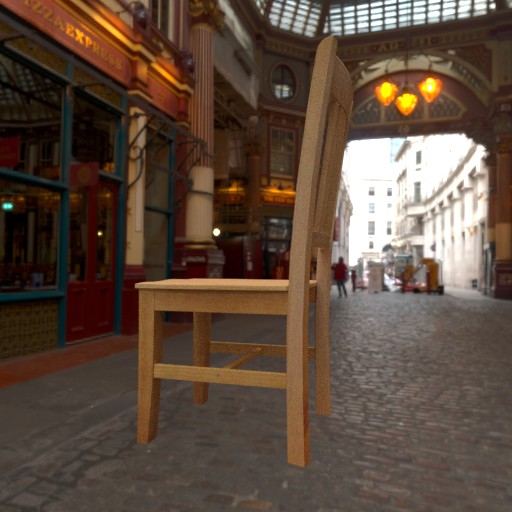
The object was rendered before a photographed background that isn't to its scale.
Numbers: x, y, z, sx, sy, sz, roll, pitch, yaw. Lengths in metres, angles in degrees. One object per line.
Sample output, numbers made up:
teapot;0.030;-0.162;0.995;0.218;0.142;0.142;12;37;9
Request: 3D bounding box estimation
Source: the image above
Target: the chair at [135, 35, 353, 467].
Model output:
chair;0.000;0.000;1.292;0.556;0.998;0.450;0;-1;18
